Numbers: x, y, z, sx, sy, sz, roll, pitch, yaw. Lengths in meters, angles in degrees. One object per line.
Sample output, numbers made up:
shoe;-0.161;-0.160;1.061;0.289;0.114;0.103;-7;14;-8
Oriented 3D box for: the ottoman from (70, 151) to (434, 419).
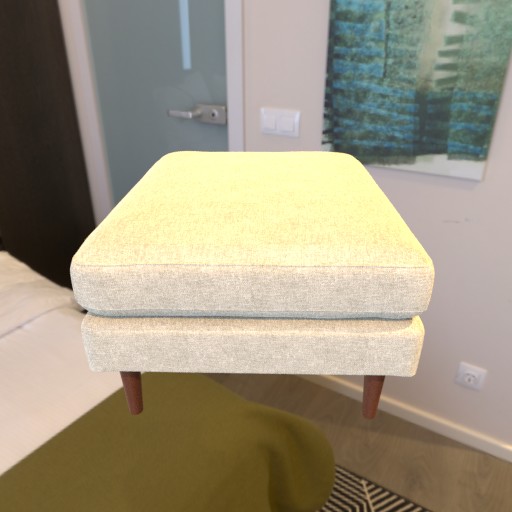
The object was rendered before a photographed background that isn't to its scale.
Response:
ottoman;0.000;0.000;1.247;0.693;0.474;0.821;1;26;1
